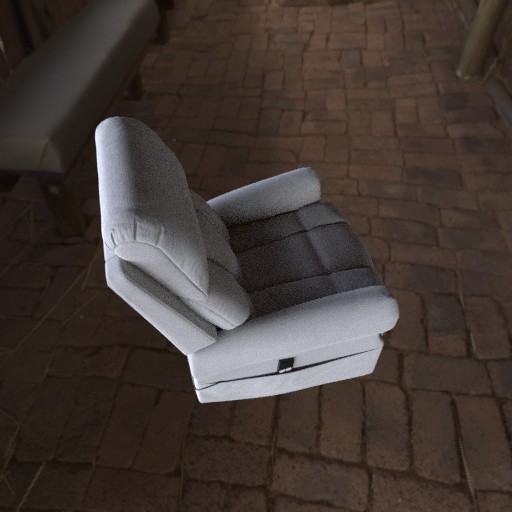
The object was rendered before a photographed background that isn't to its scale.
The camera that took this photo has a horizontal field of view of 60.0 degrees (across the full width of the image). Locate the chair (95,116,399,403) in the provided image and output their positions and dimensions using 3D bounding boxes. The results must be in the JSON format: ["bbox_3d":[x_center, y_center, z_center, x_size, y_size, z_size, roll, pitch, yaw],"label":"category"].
[{"bbox_3d":[0.000,0.000,1.712,0.979,1.031,0.871,-12,48,-11],"label":"chair"}]
